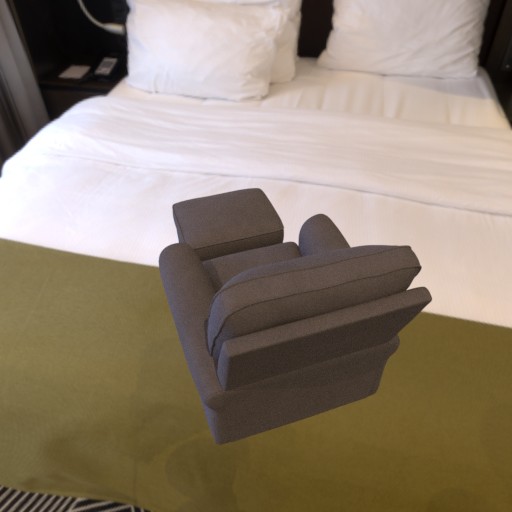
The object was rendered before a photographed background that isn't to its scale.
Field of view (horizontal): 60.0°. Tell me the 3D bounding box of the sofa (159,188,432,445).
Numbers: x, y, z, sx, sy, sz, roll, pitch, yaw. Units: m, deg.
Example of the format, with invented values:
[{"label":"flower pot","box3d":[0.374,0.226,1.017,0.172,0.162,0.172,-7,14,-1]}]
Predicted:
[{"label":"sofa","box3d":[0.000,0.000,2.056,0.880,0.959,1.478,-13,43,-14]}]
